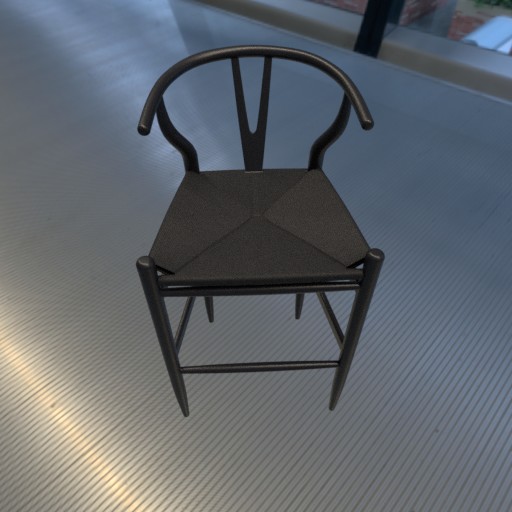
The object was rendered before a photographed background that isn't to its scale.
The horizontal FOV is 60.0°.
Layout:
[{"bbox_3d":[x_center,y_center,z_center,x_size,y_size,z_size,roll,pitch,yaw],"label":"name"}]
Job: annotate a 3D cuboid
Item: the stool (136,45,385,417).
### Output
[{"bbox_3d":[0.000,0.000,1.395,0.569,1.072,0.579,-2,47,-2],"label":"stool"}]
